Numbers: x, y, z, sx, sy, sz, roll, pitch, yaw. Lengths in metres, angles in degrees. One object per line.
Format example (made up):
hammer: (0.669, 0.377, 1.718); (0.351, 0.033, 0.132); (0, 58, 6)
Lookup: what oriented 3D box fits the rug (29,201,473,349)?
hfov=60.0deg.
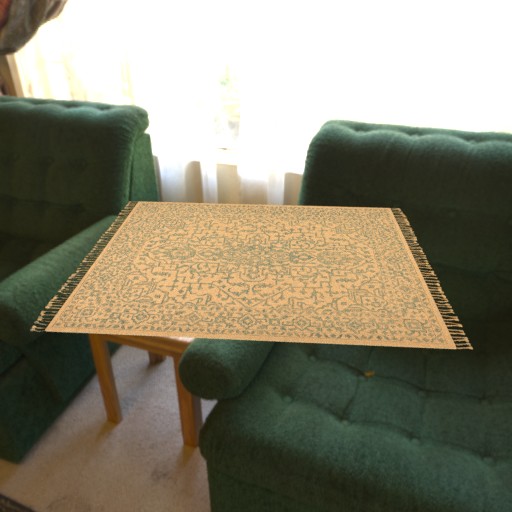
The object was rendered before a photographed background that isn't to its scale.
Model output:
rug: (0.000, 0.000, 4.317); (3.327, 0.010, 2.464); (2, 31, 3)
